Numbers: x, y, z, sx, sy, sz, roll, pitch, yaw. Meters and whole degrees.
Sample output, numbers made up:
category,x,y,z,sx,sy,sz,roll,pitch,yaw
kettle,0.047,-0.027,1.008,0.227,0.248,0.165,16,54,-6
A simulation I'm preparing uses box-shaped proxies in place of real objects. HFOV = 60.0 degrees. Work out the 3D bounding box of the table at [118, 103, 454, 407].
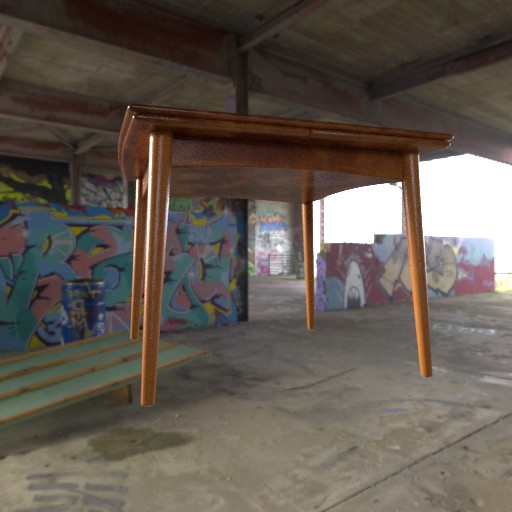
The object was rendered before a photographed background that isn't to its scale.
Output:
category,x,y,z,sx,sy,sz,roll,pitch,yaw
table,0.000,0.000,1.672,0.991,0.754,0.991,0,1,-18
